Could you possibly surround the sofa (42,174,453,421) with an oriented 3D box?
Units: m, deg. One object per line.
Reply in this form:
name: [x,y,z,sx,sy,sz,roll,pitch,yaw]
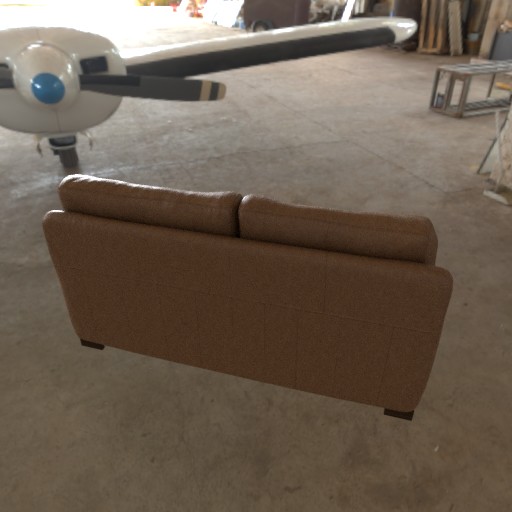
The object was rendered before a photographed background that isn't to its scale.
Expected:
sofa: [0.000,0.000,2.407,1.855,0.980,0.962,9,33,14]
